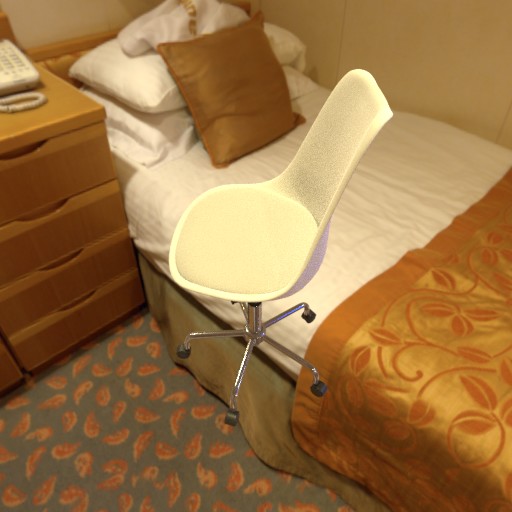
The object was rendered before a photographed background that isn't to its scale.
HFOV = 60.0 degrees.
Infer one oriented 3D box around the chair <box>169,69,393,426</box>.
[{"bbox_3d":[0.000,0.000,1.243,0.550,0.930,0.550,0,42,0],"label":"chair"}]
